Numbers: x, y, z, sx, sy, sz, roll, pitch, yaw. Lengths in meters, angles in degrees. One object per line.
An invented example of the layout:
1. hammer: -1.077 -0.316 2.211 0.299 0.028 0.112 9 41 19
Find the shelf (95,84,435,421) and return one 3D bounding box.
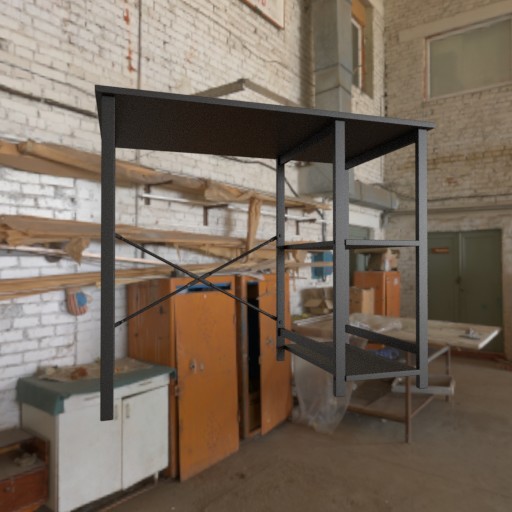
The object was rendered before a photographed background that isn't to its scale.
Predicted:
1. shelf: 0.000 0.000 1.346 0.902 0.749 0.498 0 -1 -17
